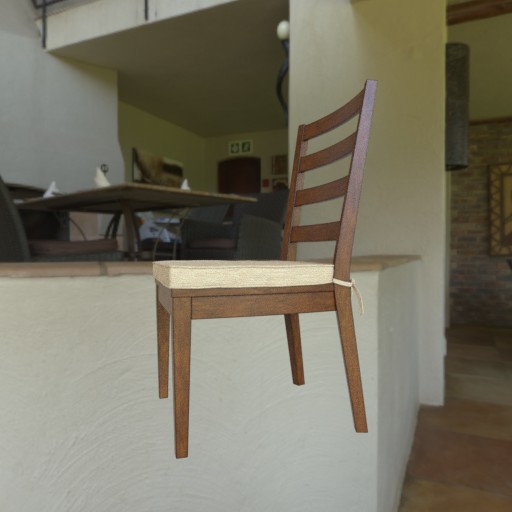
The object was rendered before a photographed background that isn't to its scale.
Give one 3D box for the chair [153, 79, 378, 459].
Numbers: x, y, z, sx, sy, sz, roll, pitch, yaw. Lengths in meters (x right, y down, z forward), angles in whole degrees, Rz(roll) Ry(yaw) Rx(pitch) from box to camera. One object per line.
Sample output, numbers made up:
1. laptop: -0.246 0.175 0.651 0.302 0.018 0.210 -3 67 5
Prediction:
1. chair: 0.000 0.000 1.383 0.595 0.979 0.593 0 1 -17
